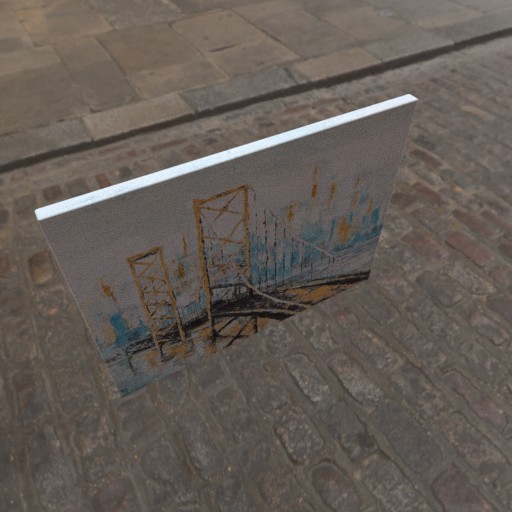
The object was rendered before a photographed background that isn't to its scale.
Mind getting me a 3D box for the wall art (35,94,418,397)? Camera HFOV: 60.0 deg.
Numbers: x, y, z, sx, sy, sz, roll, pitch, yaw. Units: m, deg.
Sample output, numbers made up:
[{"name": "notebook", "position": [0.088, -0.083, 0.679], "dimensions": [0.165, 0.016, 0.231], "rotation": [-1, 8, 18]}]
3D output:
[{"name": "wall art", "position": [0.000, 0.000, 1.335], "dimensions": [1.016, 0.762, 0.038], "rotation": [-22, 50, -20]}]
